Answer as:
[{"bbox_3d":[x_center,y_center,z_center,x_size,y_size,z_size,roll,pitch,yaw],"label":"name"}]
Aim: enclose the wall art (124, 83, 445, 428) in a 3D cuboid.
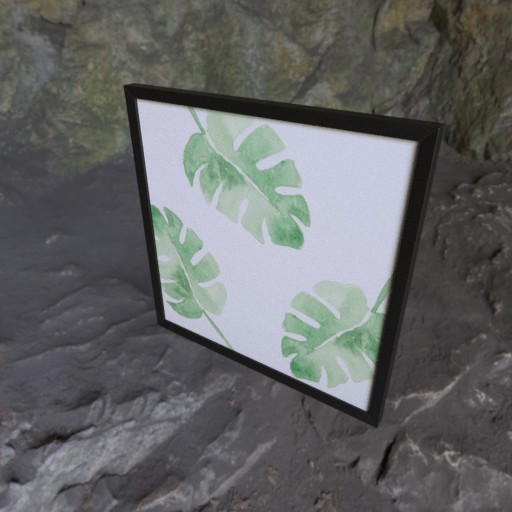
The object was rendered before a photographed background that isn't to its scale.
[{"bbox_3d":[0.000,0.000,1.136,0.765,0.765,0.038,18,35,28],"label":"wall art"}]
